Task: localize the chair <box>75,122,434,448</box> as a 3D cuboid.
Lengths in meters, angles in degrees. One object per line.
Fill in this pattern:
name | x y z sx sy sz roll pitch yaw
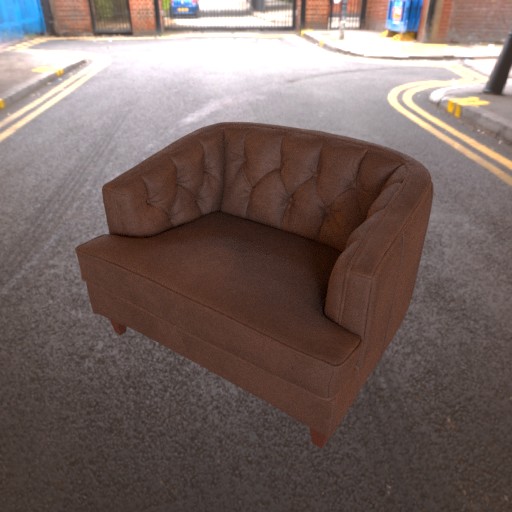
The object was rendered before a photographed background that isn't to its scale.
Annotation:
chair | 0.000 0.000 1.721 1.118 0.787 0.914 20 36 29
